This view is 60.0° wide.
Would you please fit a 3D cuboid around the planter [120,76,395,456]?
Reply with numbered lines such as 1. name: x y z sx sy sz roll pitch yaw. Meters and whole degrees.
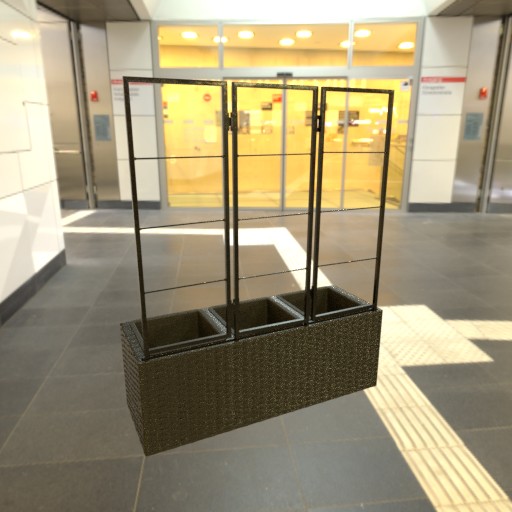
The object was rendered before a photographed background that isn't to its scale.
1. planter: 0.000 0.000 1.181 0.698 0.841 0.244 -8 18 -25
